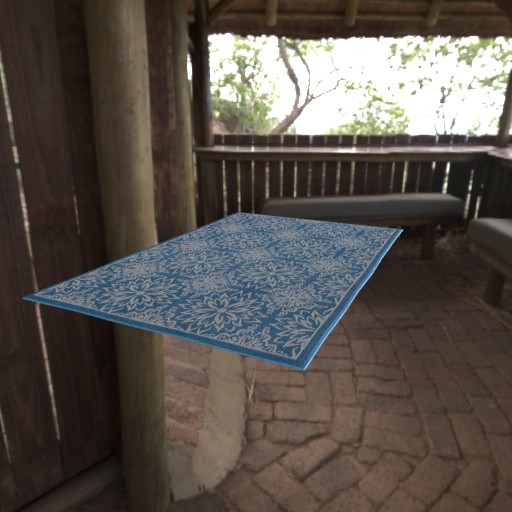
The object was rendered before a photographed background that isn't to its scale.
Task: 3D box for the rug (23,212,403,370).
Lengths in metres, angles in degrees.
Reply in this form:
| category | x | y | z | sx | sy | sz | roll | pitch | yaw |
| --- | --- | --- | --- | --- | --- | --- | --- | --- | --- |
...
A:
| category | x | y | z | sx | sy | sz | roll | pitch | yaw |
| --- | --- | --- | --- | --- | --- | --- | --- | --- | --- |
| rug | 0.000 | 0.000 | 3.512 | 1.830 | 0.018 | 2.769 | 8 | 19 | 25 |
